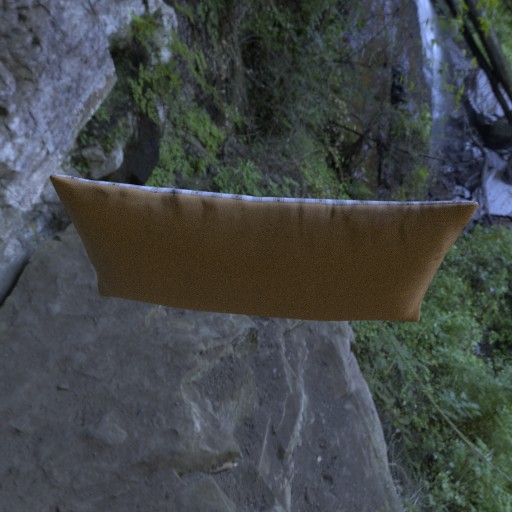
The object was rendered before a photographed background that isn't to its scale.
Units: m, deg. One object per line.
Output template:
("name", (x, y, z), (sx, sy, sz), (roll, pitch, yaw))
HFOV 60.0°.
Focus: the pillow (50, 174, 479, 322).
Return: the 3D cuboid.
("pillow", (0.000, 0.000, 0.731), (0.608, 0.291, 0.151), (4, 48, 4))
